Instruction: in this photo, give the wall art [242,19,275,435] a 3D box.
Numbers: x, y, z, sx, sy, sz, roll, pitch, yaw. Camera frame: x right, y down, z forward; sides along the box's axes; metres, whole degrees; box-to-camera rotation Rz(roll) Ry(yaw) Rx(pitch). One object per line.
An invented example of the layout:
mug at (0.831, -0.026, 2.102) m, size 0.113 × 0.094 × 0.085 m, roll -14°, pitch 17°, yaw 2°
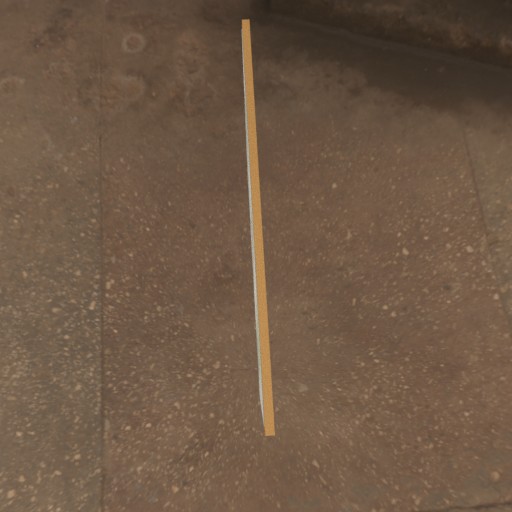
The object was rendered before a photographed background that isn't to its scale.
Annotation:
wall art at (0.000, 0.000, 0.984) m, size 0.014 × 0.655 × 0.657 m, roll -3°, pitch 76°, yaw -1°
